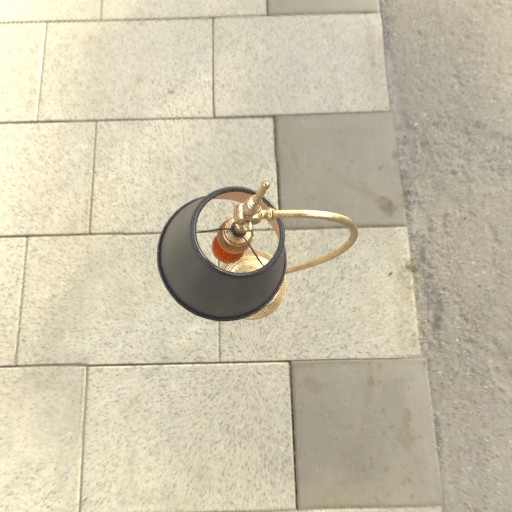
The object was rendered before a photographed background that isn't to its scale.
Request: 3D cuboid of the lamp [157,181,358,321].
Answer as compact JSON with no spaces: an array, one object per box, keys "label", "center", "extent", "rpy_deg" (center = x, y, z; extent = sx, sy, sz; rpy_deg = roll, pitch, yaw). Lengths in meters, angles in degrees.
[{"label":"lamp","center":[0.000,0.000,0.813],"extent":[0.344,0.675,0.235],"rpy_deg":[-4,77,-1]}]
